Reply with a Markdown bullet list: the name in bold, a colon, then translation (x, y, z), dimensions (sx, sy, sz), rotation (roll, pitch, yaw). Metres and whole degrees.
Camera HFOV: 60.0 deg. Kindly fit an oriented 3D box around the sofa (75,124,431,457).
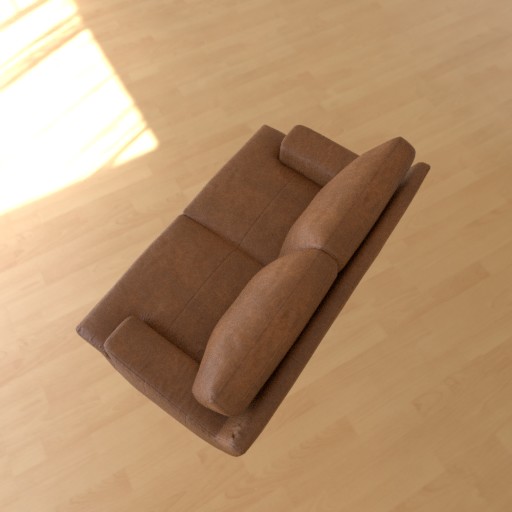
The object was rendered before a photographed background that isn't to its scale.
- **sofa**: translation (0.000, 0.000, 2.521), dimensions (1.144, 0.966, 1.880), rotation (32, 67, 15)
